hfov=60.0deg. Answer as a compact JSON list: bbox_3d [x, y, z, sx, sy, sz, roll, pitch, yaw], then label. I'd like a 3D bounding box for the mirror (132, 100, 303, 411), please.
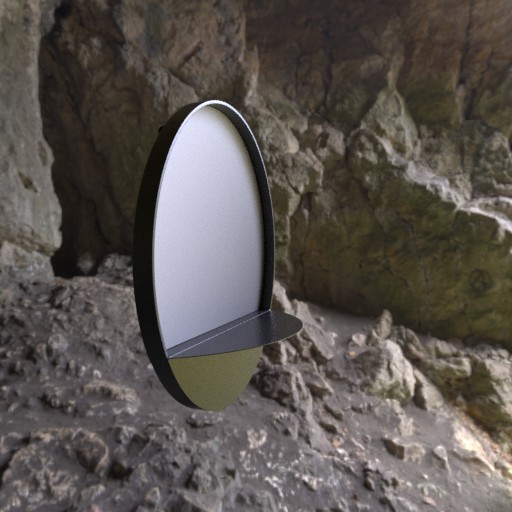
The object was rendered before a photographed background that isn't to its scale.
[{"bbox_3d":[0.000,0.000,0.675,0.133,0.457,0.457,1,2,19],"label":"mirror"}]
